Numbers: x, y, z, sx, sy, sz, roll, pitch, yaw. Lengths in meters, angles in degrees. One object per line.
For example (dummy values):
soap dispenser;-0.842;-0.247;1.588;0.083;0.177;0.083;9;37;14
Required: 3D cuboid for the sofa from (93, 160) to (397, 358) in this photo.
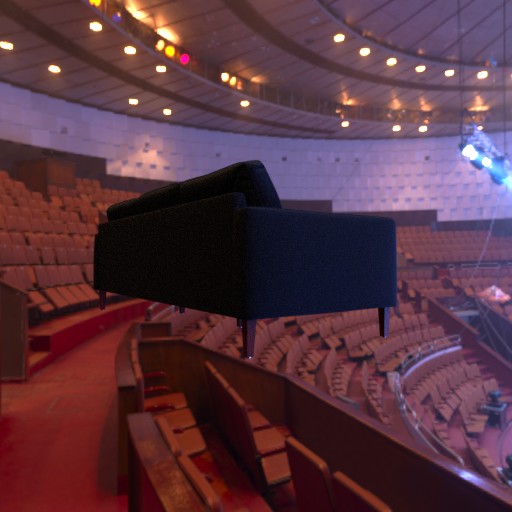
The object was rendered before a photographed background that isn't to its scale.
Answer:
sofa;0.000;0.000;3.052;1.613;0.841;2.185;0;-1;-35
